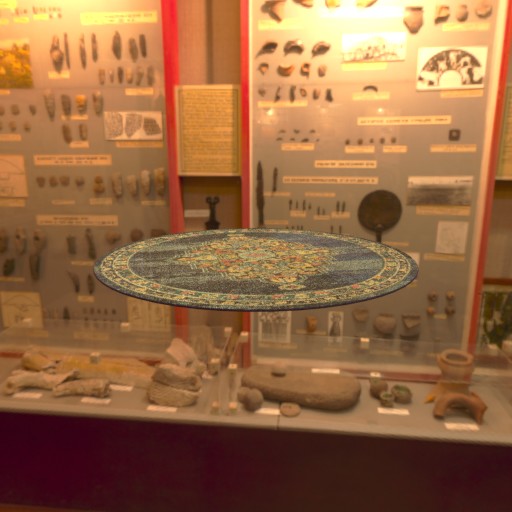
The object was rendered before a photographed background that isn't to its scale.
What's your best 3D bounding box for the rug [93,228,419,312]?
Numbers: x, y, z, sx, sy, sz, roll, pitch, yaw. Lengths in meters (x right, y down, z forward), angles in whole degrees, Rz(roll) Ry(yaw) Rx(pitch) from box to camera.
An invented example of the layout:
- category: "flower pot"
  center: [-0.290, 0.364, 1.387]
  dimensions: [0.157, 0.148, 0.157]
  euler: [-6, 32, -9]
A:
- category: "rug"
  center: [0.000, 0.000, 2.300]
  dimensions: [1.591, 0.010, 1.591]
  euler: [0, 14, 0]
